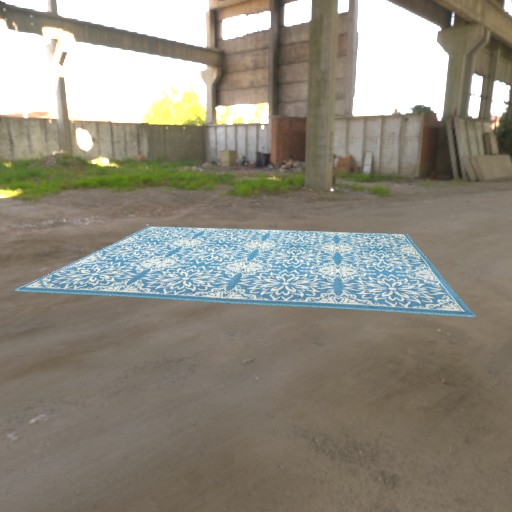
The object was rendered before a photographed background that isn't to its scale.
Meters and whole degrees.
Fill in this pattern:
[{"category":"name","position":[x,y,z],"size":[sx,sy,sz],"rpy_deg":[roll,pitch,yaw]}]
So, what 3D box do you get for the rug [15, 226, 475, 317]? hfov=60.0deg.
[{"category":"rug","position":[0.000,0.000,3.927],"size":[2.964,0.018,2.350],"rpy_deg":[2,15,9]}]
